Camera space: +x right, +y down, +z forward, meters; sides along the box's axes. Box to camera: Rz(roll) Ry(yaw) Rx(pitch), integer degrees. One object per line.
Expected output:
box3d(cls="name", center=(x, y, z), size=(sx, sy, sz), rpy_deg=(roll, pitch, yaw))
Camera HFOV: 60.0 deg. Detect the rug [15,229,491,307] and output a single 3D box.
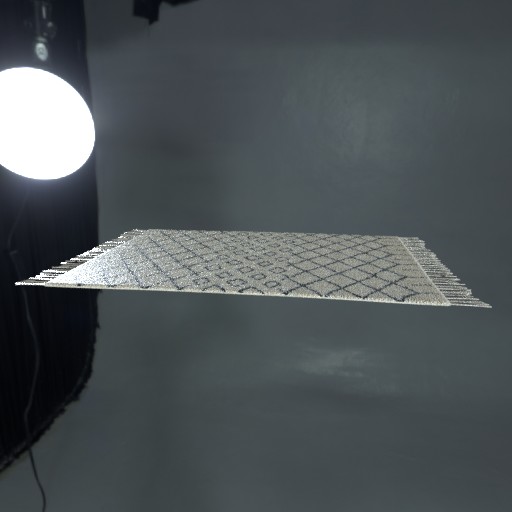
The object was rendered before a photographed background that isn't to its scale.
box3d(cls="rug", center=(0.000, 0.000, 3.170), size=(2.615, 0.029, 1.664), rpy_deg=(2, 15, 8))
